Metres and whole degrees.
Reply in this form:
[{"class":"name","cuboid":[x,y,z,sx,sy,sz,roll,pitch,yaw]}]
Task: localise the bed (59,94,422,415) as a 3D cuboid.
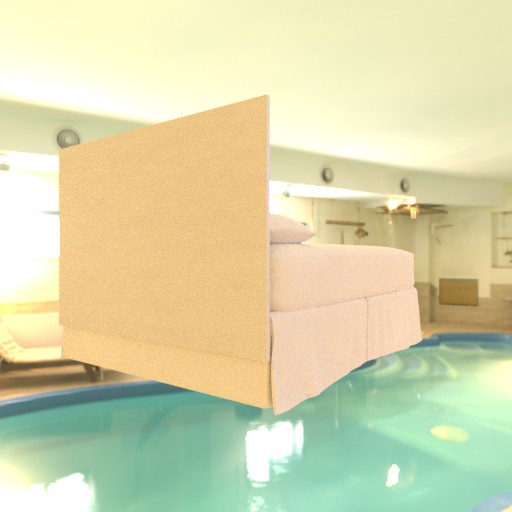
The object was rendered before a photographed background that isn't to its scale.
[{"class":"bed","cuboid":[0.000,0.000,3.162,1.745,1.335,2.094,0,0,37]}]
